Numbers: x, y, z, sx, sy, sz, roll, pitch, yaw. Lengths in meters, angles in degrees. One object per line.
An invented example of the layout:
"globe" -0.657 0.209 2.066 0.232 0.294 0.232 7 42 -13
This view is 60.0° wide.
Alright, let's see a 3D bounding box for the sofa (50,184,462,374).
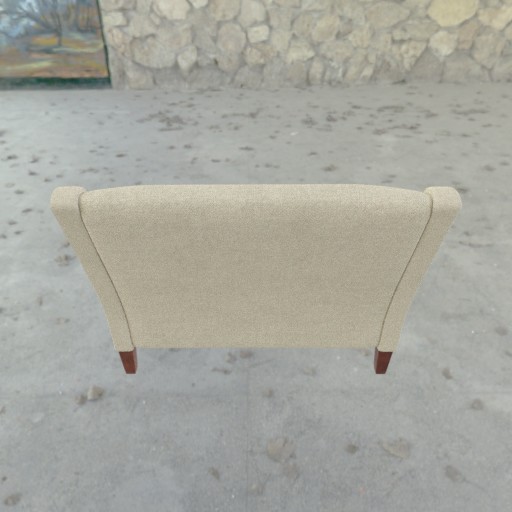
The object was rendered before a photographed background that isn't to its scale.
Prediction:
"sofa" 0.000 0.000 1.915 1.212 0.976 0.946 0 31 0
